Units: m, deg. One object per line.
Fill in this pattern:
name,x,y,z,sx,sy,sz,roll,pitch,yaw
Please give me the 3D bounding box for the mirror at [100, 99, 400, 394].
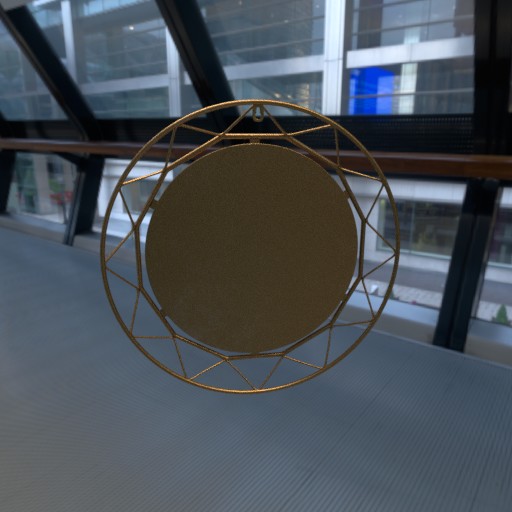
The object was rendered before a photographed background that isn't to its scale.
mirror,0.000,0.000,0.683,0.454,0.454,0.043,-2,15,-9
